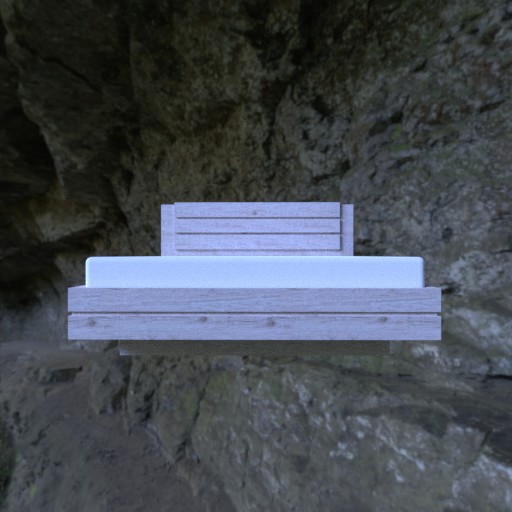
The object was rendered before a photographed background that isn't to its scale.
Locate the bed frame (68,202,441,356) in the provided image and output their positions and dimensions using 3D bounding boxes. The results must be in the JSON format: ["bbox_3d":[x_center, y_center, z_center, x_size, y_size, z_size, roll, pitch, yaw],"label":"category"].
[{"bbox_3d":[0.000,0.000,3.023,1.750,0.970,2.080,0,0,1],"label":"bed frame"}]
